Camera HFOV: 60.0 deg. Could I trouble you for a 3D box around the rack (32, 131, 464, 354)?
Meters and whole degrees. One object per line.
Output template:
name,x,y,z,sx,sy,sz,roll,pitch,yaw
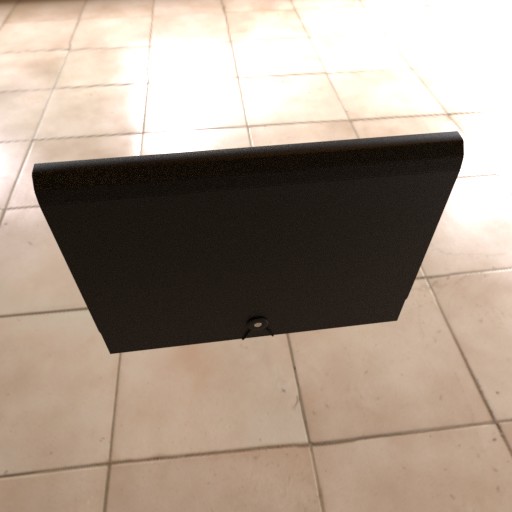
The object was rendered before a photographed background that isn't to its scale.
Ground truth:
rack,0.000,0.000,0.429,0.330,0.241,0.041,-6,48,-5
